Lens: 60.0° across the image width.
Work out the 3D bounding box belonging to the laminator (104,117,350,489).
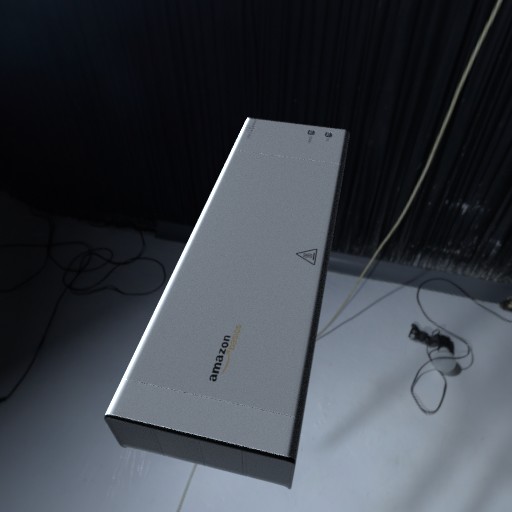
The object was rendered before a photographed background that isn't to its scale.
[{"bbox_3d":[0.000,0.000,0.380,0.123,0.062,0.340,10,48,9],"label":"laminator"}]
